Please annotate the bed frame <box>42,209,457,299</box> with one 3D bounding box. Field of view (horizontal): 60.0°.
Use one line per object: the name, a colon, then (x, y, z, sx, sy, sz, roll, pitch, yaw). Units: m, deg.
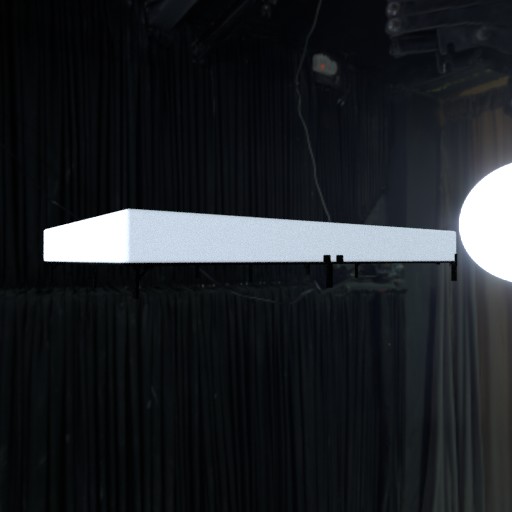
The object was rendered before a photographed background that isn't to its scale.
bed frame: (0.000, 0.000, 3.785, 2.987, 0.440, 1.930, 0, 0, -36)
